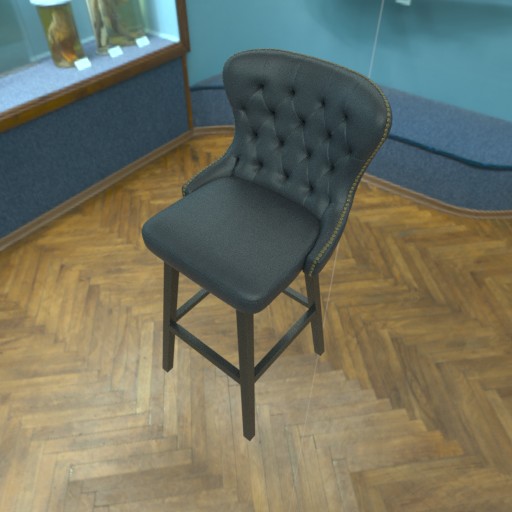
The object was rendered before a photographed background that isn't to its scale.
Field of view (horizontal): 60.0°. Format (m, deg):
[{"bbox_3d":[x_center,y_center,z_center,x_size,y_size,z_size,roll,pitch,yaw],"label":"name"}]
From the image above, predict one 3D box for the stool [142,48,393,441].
[{"bbox_3d":[0.000,0.000,1.399,0.528,1.050,0.601,30,53,27],"label":"stool"}]
